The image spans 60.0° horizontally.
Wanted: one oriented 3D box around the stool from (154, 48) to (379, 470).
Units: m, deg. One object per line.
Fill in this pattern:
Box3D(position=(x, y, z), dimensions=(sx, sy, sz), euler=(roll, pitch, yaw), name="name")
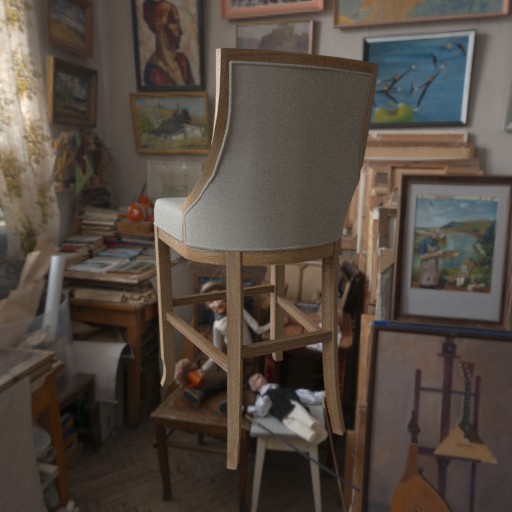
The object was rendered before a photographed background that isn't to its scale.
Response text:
Box3D(position=(0.000, 0.000, 1.426), dimensions=(0.524, 1.101, 0.626), euler=(-6, 15, -24), name="stool")
